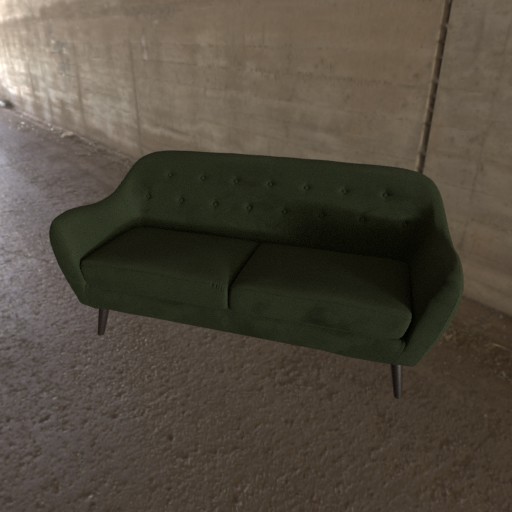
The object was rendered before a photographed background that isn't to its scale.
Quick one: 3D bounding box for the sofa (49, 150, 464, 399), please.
[{"bbox_3d":[0.000,0.000,2.244,1.840,0.836,0.820,8,27,16],"label":"sofa"}]
